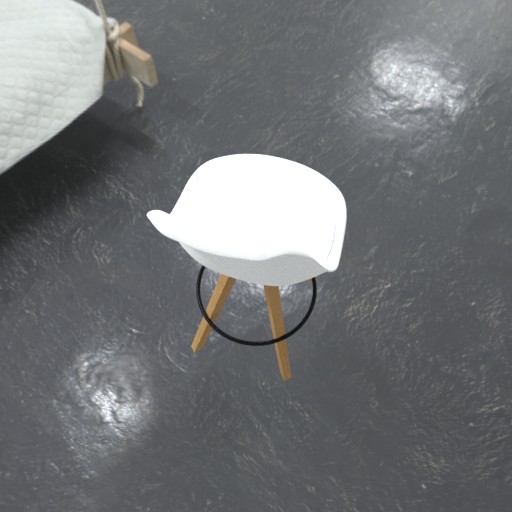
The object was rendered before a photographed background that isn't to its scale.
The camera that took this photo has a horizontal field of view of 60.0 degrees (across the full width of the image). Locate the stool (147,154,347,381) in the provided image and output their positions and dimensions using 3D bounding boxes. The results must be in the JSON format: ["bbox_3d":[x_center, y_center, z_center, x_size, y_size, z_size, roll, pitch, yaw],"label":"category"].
[{"bbox_3d":[0.000,0.000,1.376,0.482,1.115,0.549,16,65,7],"label":"stool"}]
